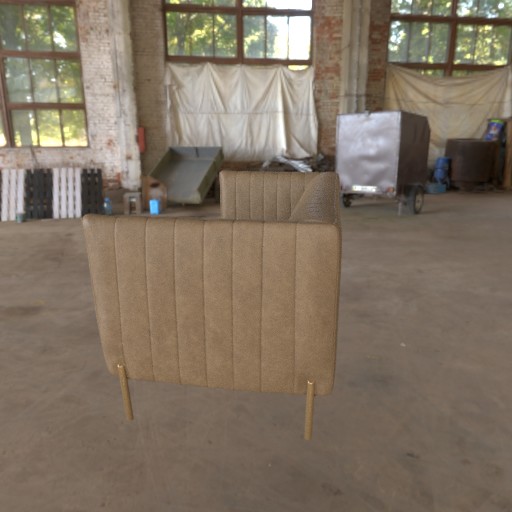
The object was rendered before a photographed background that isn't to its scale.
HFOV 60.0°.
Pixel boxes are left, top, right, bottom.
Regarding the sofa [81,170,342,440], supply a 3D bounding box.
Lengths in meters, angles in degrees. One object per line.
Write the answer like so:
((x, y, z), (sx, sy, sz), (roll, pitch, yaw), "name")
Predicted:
((0.000, 0.000, 2.410), (0.876, 0.779, 1.980), (3, 16, 10), "sofa")
